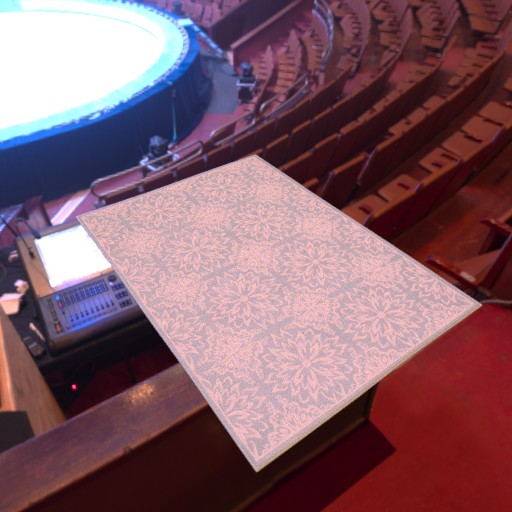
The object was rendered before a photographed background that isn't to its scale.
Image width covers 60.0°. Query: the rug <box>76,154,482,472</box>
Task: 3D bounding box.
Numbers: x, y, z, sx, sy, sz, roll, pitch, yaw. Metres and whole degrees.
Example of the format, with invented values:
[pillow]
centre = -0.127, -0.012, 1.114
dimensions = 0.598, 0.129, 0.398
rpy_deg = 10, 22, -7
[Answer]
[rug]
centre = 0.000, 0.000, 2.843
dimensions = 1.589, 0.014, 2.205
rpy_deg = -25, 47, -26
